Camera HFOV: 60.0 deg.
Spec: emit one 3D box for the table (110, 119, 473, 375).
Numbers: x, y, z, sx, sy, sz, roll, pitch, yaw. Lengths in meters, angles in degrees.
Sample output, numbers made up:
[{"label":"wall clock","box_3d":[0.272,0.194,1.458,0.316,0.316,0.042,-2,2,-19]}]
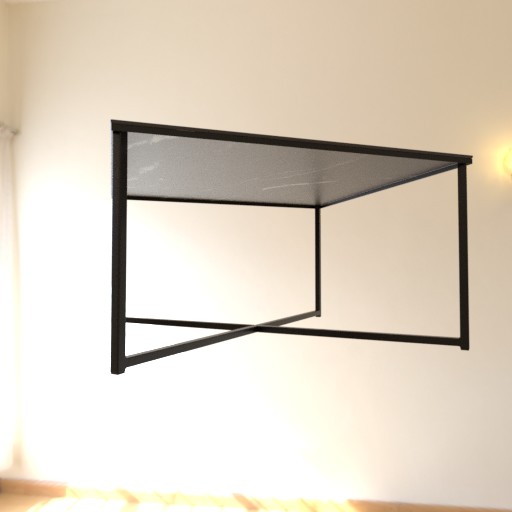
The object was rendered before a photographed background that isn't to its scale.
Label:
[{"label":"table","box_3d":[0.000,0.000,1.277,0.800,0.450,0.800,1,-2,-18]}]
